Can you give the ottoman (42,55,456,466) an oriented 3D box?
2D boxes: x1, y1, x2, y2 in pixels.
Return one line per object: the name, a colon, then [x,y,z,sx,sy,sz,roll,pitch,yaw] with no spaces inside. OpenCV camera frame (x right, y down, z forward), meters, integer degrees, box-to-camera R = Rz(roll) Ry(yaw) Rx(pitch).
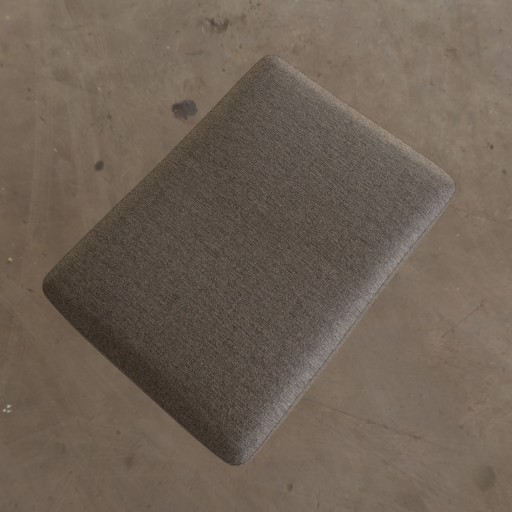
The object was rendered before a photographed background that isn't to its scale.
ottoman: [0.000,0.000,1.240,0.637,0.478,0.885,39,78,10]
